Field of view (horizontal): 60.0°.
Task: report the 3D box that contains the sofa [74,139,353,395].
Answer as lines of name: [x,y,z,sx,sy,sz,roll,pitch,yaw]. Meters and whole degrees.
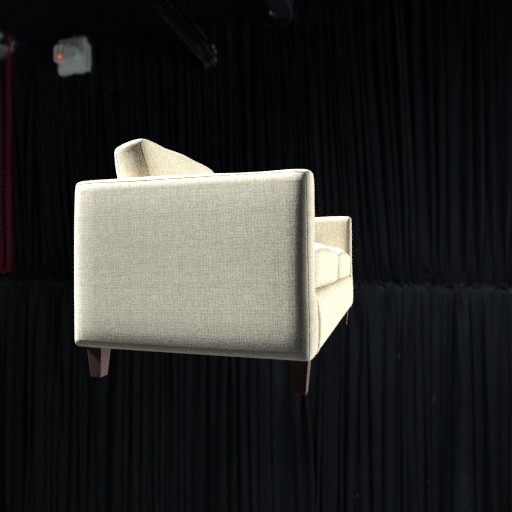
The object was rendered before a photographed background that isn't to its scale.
sofa: [0.000,0.000,2.456,0.950,0.963,1.884,0,0,16]
